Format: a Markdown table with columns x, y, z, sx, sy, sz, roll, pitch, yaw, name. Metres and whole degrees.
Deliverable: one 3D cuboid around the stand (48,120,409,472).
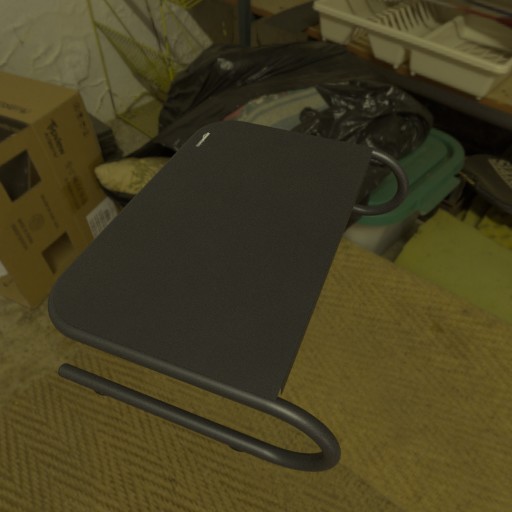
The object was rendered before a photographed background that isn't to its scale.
| x | y | z | sx | sy | sz | roll | pitch | yaw | name |
| --- | --- | --- | --- | --- | --- | --- | --- | --- | --- |
| 0.000 | 0.000 | 0.491 | 0.280 | 0.108 | 0.370 | 16 | 48 | 15 | stand |
